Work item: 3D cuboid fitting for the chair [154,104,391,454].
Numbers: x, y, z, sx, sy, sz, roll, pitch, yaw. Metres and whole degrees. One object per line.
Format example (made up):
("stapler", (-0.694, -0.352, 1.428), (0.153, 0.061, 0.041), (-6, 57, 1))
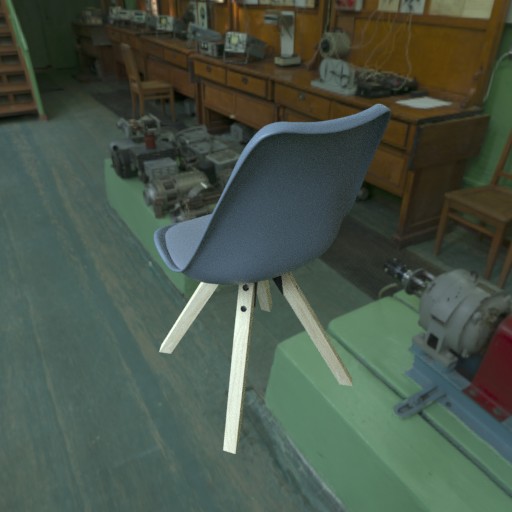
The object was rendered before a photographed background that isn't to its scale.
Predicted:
("chair", (0.000, 0.000, 1.177), (0.485, 0.850, 0.550), (-19, 37, -28))
